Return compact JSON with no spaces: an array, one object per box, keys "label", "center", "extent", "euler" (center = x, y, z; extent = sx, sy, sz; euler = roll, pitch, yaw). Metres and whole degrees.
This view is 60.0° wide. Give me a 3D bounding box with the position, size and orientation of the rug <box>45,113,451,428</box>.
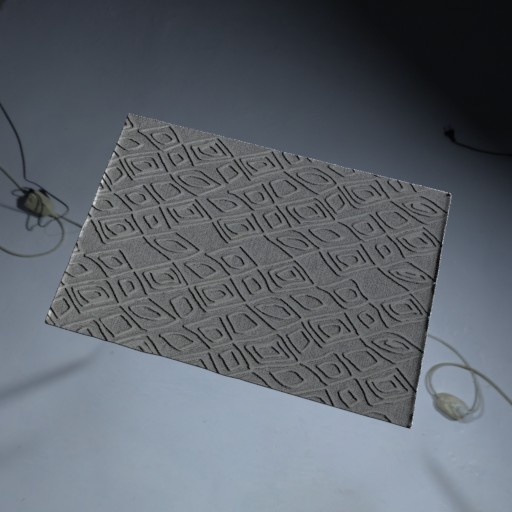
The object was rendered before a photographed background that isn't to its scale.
[{"label":"rug","center":[0.000,0.000,2.272],"extent":[1.832,0.016,1.224],"euler":[15,75,4]}]
